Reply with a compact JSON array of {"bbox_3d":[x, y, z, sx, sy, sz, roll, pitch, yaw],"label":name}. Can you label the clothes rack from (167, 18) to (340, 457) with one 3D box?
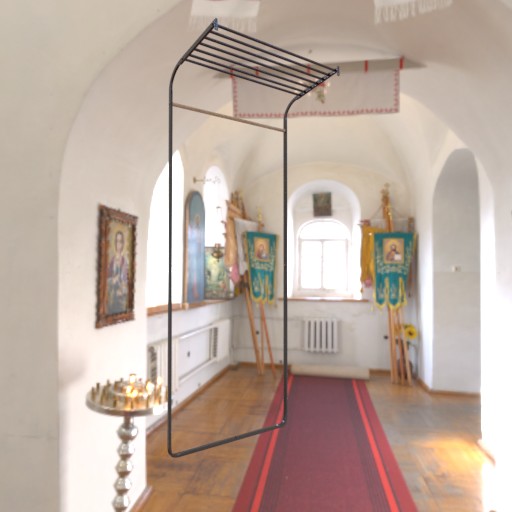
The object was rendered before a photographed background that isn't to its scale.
[{"bbox_3d":[0.000,0.000,1.781,0.609,1.574,0.349,1,-1,-37],"label":"clothes rack"}]
